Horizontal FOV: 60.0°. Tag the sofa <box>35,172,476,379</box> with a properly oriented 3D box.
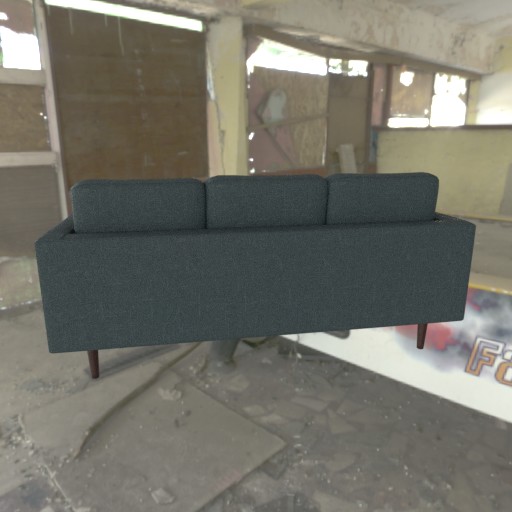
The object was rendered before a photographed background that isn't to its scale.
[{"bbox_3d":[0.000,0.000,2.483,2.013,0.945,0.935,-3,16,-10],"label":"sofa"}]
